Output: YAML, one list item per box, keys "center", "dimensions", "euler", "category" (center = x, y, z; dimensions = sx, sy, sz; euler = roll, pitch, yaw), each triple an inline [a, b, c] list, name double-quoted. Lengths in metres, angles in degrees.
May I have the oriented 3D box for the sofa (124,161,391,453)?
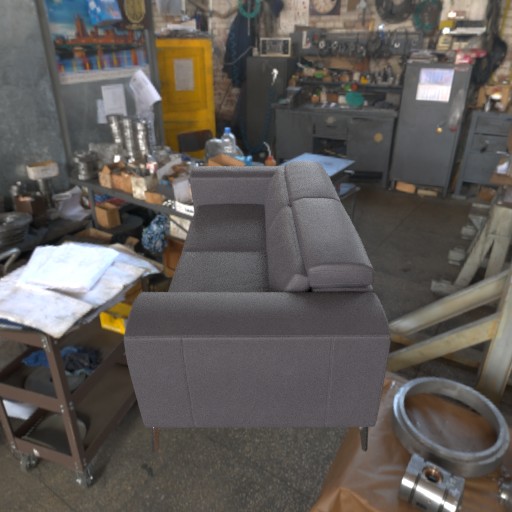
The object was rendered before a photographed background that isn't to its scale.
- center: [0.000, 0.000, 2.804]
  dimensions: [1.048, 0.814, 2.330]
  euler: [0, 27, 0]
  category: "sofa"
